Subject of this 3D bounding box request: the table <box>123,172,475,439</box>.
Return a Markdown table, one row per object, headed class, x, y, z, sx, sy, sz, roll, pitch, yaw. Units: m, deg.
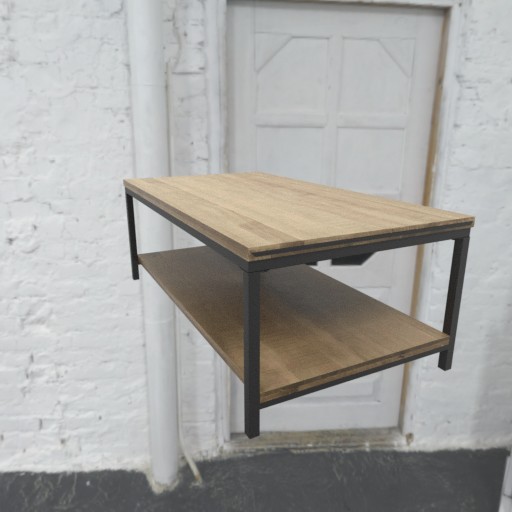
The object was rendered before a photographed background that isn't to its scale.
| class | x | y | z | sx | sy | sz | roll | pitch | yaw |
| --- | --- | --- | --- | --- | --- | --- | --- | --- | --- |
| table | 0.000 | 0.000 | 1.388 | 0.574 | 0.393 | 1.062 | -8 | 19 | -26 |
